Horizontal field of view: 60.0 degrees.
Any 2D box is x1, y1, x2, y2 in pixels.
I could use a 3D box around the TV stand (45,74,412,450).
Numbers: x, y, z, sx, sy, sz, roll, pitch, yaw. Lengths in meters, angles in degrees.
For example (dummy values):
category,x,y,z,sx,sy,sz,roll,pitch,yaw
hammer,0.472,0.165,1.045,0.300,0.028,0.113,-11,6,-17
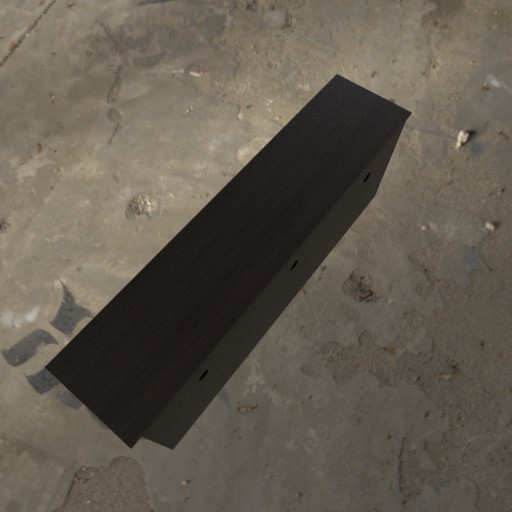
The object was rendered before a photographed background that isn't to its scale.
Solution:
category,x,y,z,sx,sy,sz,roll,pitch,yaw
TV stand,0.000,0.000,2.016,0.406,0.610,1.778,35,68,16
